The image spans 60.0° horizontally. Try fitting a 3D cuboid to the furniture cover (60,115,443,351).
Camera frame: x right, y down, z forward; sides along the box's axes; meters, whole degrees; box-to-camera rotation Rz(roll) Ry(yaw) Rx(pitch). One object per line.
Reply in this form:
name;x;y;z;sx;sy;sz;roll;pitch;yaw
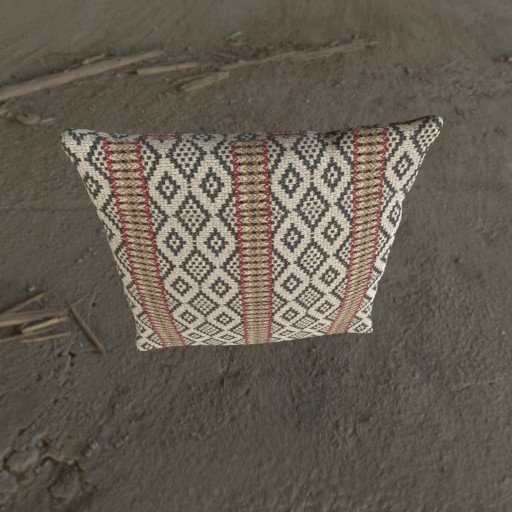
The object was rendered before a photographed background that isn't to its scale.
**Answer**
furniture cover;0.000;0.000;0.762;0.503;0.506;0.182;-4;47;-3
